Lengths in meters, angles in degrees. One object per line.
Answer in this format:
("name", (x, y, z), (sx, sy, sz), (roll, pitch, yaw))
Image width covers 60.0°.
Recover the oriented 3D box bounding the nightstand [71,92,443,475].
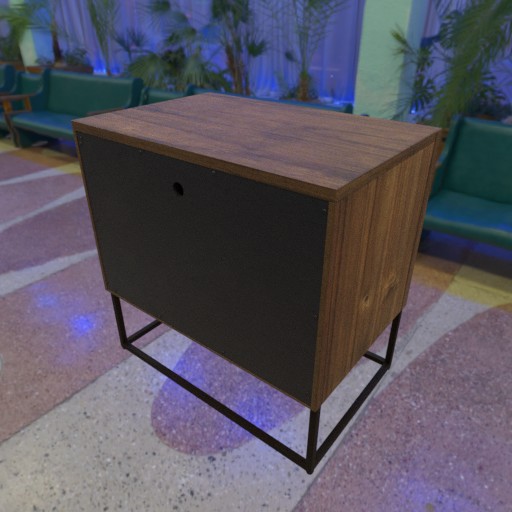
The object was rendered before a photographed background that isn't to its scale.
("nightstand", (0.000, 0.000, 1.029), (0.610, 0.610, 0.437), (22, 36, 33))
